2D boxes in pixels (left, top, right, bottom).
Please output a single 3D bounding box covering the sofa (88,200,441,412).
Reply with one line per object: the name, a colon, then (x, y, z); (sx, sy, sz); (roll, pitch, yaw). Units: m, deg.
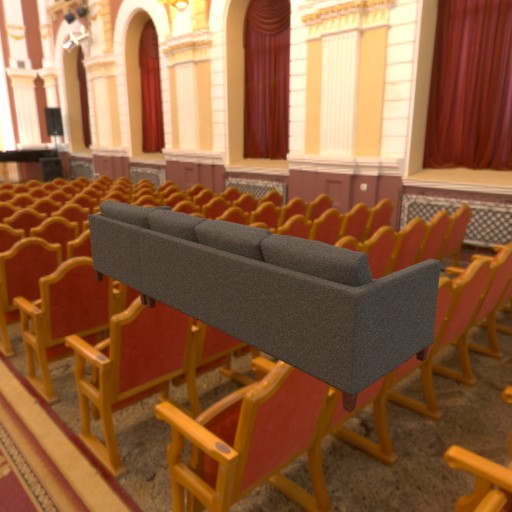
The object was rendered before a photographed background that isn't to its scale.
sofa: (0.000, 0.000, 3.879); (1.625, 0.846, 3.186); (-14, 20, -42)
